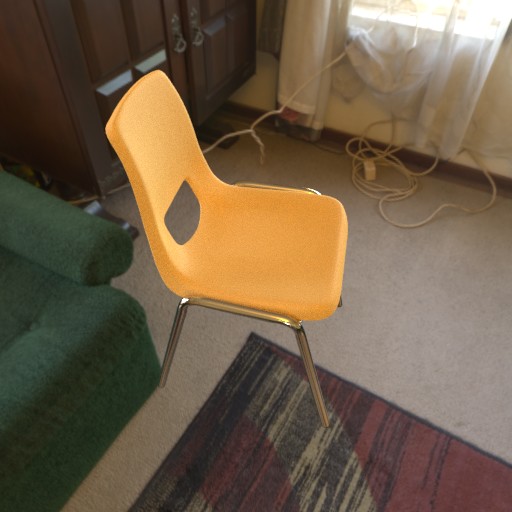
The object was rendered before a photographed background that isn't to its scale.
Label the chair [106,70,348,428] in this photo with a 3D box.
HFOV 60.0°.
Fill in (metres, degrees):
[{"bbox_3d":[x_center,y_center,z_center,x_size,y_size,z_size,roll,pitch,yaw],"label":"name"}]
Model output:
[{"bbox_3d":[0.000,0.000,0.950,0.436,0.704,0.381,9,47,8],"label":"chair"}]
